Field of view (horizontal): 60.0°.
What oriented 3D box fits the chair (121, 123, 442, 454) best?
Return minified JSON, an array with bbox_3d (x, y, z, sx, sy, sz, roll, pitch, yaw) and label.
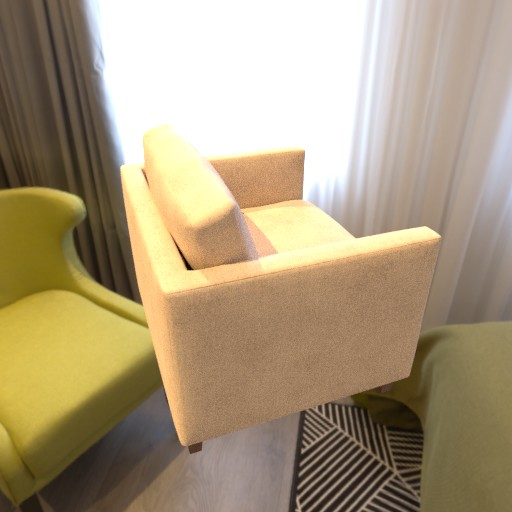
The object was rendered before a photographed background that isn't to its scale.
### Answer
[{"bbox_3d":[0.000,0.000,1.886,0.959,0.961,1.133,-11,32,-18],"label":"chair"}]
